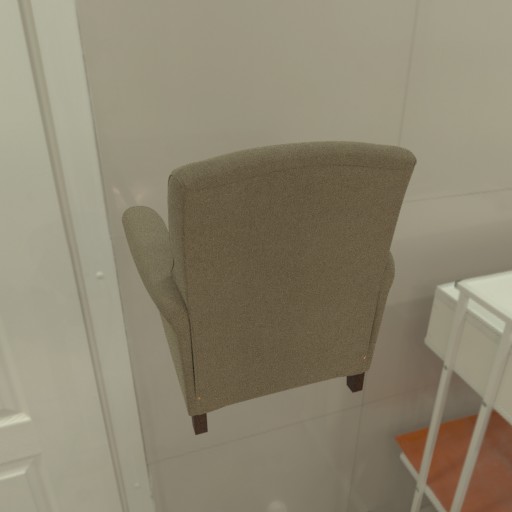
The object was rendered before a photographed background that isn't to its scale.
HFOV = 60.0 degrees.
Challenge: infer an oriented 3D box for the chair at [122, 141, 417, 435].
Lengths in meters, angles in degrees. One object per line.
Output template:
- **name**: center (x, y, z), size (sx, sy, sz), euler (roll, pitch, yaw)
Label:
- **chair**: center (0.000, 0.000, 1.802), size (0.978, 1.061, 0.905), euler (-9, 27, -17)
